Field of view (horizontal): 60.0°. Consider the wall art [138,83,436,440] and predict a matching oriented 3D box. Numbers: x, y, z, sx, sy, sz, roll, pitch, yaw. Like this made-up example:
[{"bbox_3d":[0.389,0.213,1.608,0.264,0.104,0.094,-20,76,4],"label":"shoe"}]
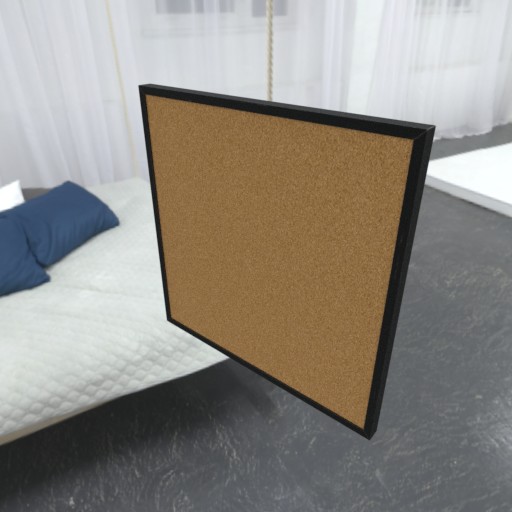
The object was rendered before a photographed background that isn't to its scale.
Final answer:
[{"bbox_3d":[0.000,0.000,1.136,0.761,0.761,0.037,22,36,34],"label":"wall art"}]
